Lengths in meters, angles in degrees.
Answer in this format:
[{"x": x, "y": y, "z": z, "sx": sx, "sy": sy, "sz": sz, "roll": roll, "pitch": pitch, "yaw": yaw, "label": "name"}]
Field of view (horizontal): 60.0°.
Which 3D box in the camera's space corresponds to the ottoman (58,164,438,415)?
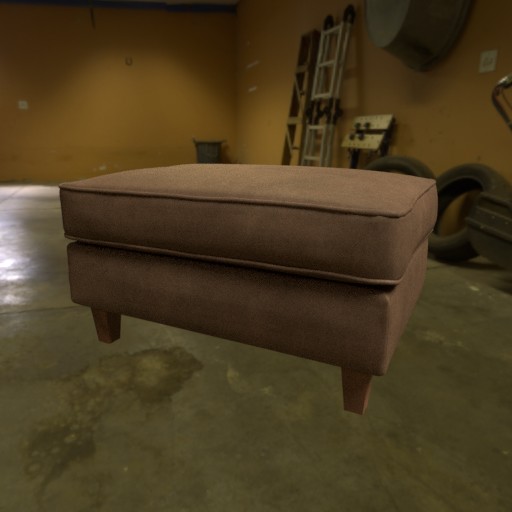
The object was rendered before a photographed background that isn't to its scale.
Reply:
[{"x": 0.000, "y": 0.000, "z": 1.215, "sx": 0.860, "sy": 0.481, "sz": 0.596, "roll": 8, "pitch": 17, "yaw": 26, "label": "ottoman"}]
